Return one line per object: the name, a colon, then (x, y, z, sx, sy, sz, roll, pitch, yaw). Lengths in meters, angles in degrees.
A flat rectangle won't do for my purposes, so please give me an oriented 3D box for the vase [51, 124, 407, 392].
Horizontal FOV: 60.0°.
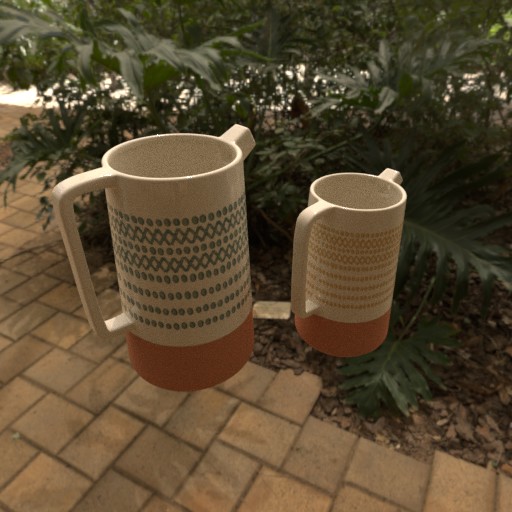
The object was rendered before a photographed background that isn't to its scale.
vase: (0.000, 0.000, 0.464, 0.326, 0.247, 0.168, 0, 32, 0)
